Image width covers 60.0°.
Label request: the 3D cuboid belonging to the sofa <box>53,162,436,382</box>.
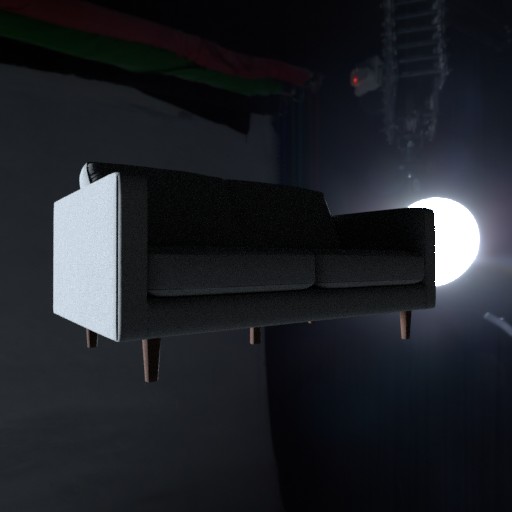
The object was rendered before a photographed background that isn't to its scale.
[{"bbox_3d":[0.000,0.000,2.268,1.731,0.900,1.000,0,-1,-35],"label":"sofa"}]
